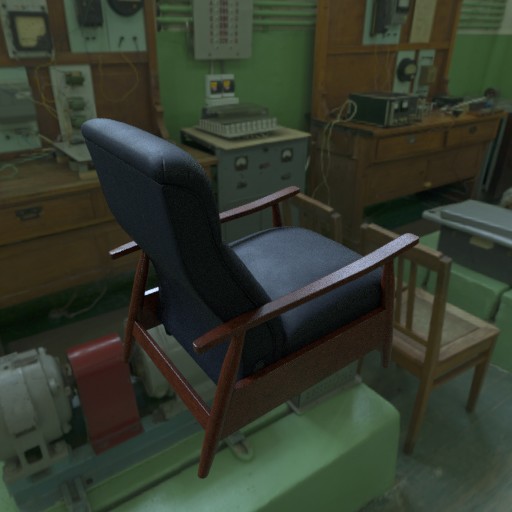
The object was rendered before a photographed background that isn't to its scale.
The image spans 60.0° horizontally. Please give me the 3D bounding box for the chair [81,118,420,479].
[{"bbox_3d":[0.000,0.000,1.747,1.014,1.082,0.762,-18,33,-31],"label":"chair"}]
